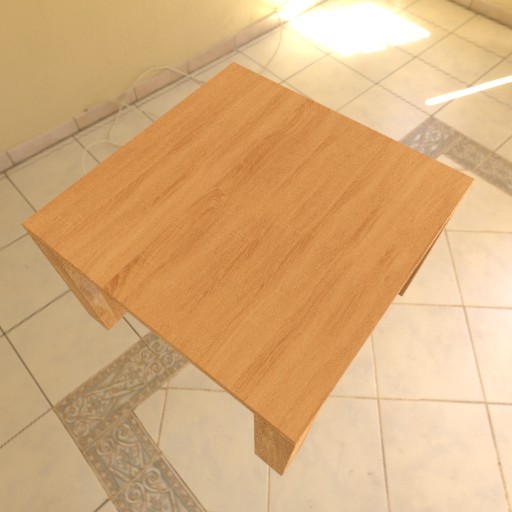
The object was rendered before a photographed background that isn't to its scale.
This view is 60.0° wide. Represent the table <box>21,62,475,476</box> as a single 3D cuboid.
[{"bbox_3d":[0.000,0.000,1.147,0.700,0.450,0.700,33,64,19],"label":"table"}]
